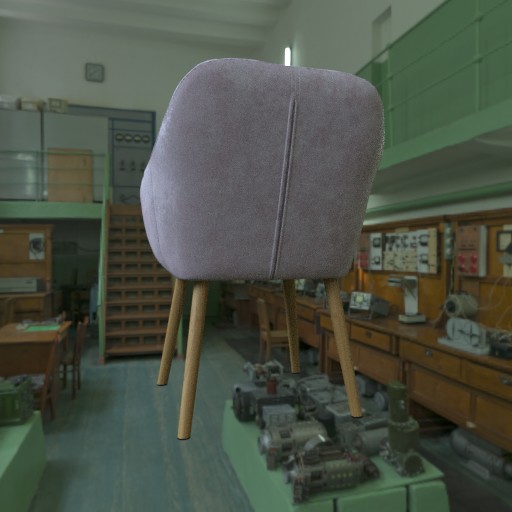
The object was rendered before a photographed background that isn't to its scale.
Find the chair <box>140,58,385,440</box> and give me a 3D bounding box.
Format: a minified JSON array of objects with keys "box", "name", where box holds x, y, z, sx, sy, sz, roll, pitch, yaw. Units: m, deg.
[{"box":[0.000,0.000,1.226,0.610,0.832,0.570,0,1,-17],"name":"chair"}]
